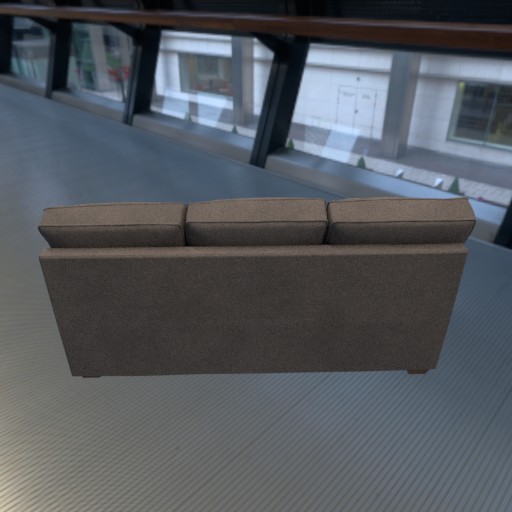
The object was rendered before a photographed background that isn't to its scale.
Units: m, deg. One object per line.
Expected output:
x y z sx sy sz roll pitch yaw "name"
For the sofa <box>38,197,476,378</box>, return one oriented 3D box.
0.000 0.000 2.543 1.962 0.973 1.027 -1 29 -1 "sofa"
